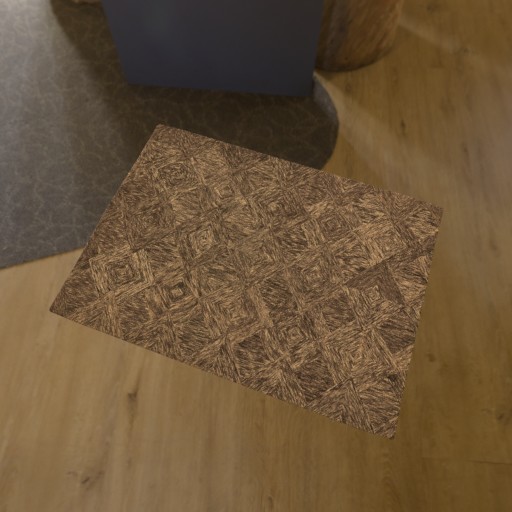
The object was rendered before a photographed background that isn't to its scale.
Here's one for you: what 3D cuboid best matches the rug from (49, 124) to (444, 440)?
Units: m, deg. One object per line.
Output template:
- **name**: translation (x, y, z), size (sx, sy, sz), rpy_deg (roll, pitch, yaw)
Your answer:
- **rug**: translation (0.000, 0.000, 5.440), size (4.093, 0.020, 2.997), rpy_deg (18, 66, 8)
